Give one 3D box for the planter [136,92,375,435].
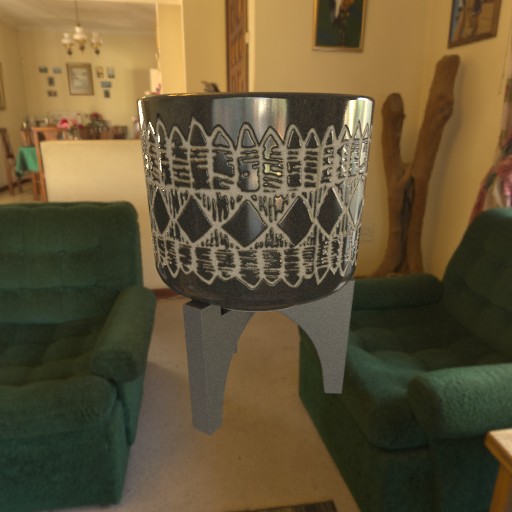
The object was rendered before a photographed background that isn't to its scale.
[{"bbox_3d":[0.000,0.000,0.530,0.251,0.355,0.251,-8,19,-25],"label":"planter"}]
